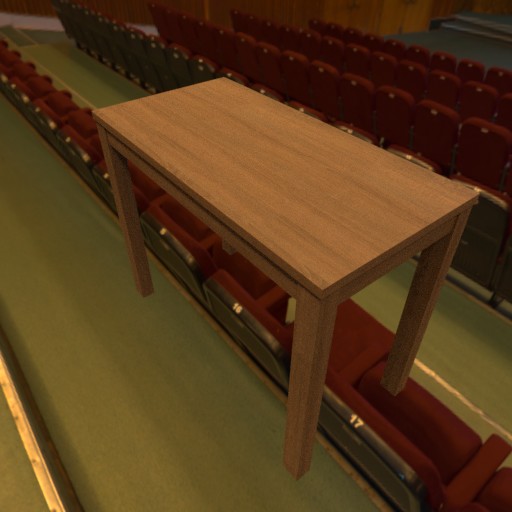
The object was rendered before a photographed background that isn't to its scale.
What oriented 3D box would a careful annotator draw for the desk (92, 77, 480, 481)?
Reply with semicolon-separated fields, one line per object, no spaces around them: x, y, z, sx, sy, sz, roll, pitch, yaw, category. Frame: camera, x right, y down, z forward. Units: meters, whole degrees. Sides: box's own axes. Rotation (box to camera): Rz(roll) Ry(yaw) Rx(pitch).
0.000;0.000;1.417;0.495;0.762;0.991;-27;47;-28;desk
